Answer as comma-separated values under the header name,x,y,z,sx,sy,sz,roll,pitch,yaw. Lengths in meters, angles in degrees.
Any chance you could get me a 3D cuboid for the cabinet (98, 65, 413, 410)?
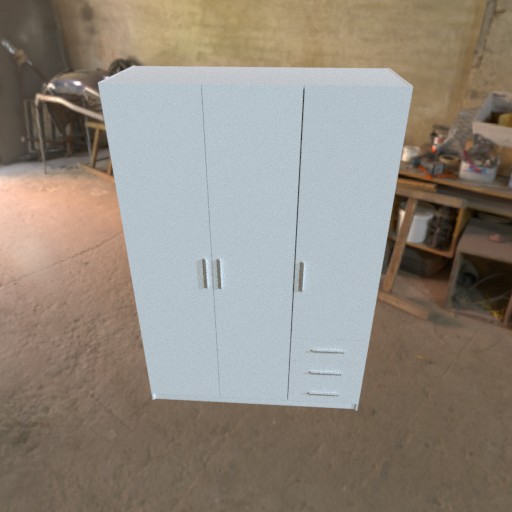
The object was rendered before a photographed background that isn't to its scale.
name,x,y,z,sx,sy,sz,roll,pitch,yaw
cabinet,0.000,0.000,2.498,1.290,1.910,0.510,2,31,3
